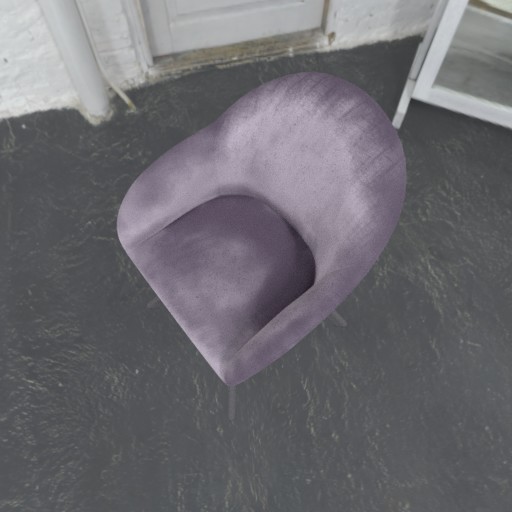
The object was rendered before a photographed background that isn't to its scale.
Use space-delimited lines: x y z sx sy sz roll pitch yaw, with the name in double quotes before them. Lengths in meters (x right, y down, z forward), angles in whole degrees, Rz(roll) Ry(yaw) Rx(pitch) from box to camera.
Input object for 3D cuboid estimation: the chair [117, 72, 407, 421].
"chair" 0.000 0.000 1.178 0.590 0.795 0.550 -36 69 -16
